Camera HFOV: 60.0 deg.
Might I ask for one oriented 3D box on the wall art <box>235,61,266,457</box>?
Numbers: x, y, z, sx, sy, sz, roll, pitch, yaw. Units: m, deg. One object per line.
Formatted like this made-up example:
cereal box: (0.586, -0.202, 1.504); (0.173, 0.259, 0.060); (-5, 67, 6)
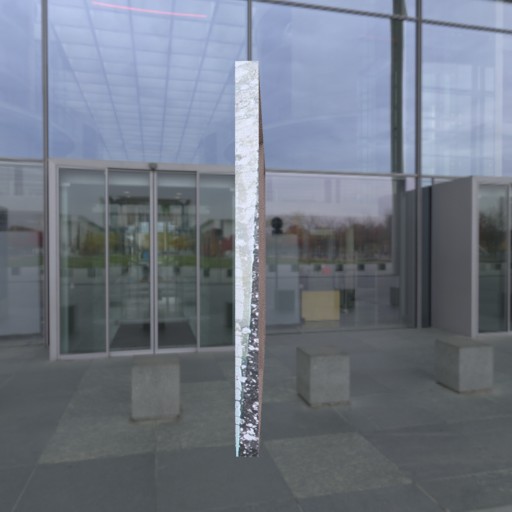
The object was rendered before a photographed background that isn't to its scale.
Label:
wall art: (0.000, 0.000, 1.129); (0.038, 0.598, 0.919); (0, 1, 2)
